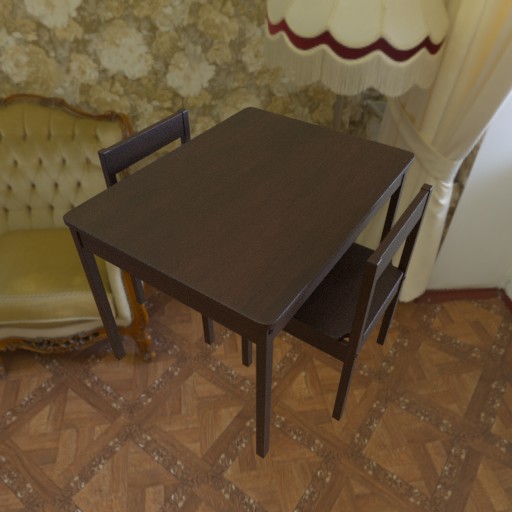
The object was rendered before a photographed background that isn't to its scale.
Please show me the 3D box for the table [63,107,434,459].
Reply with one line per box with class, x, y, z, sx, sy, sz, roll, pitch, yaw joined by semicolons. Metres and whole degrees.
table;0.000;0.000;1.108;0.672;0.503;0.650;24;47;25
